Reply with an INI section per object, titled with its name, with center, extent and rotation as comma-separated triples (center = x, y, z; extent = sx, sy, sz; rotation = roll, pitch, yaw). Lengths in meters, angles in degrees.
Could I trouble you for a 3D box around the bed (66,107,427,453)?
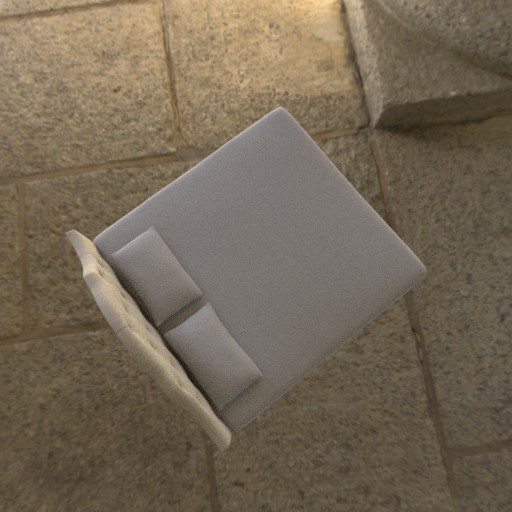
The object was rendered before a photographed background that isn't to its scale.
[bed]
center = 0.000, 0.000, 3.487
extent = 2.086, 1.555, 2.012
rotation = -37, 80, -8
